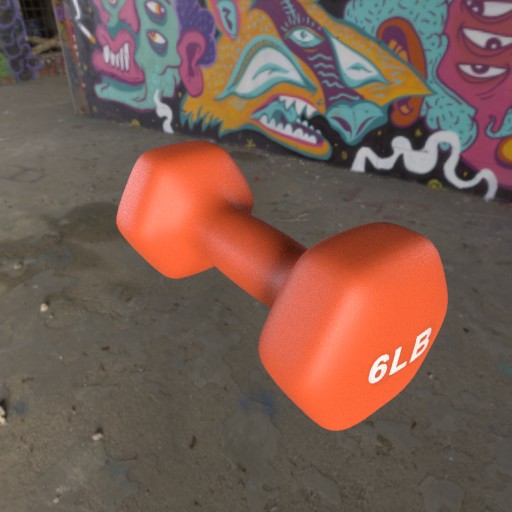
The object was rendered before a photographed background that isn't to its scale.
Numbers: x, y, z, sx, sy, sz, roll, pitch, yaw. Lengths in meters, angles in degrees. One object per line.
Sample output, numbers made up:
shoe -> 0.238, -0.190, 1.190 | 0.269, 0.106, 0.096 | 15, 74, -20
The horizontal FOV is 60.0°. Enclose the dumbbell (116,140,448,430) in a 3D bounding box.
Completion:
dumbbell -> 0.000, 0.000, 0.203 | 0.079, 0.071, 0.162 | -21, 36, -31
